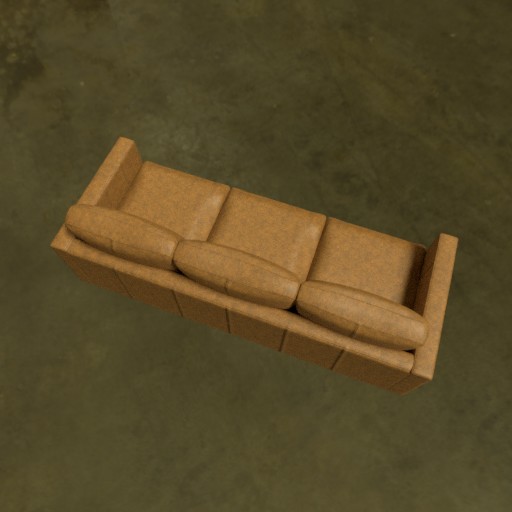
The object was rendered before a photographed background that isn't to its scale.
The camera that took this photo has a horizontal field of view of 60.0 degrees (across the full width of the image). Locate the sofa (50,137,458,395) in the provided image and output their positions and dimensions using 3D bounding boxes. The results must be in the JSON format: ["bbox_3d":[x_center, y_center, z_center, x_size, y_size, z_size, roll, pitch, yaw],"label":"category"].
[{"bbox_3d":[0.000,0.000,2.789,2.231,0.930,0.903,18,65,9],"label":"sofa"}]
